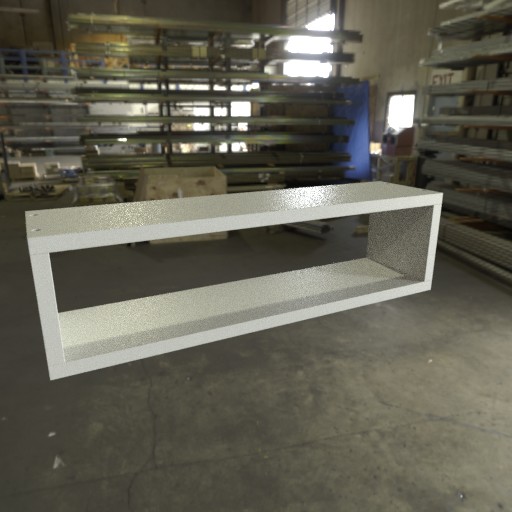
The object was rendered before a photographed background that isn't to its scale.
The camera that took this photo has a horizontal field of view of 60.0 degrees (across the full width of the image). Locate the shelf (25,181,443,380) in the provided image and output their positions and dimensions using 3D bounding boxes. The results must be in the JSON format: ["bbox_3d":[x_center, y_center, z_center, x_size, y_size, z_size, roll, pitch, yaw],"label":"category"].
[{"bbox_3d":[0.000,0.000,0.680,0.610,0.170,0.150,-9,20,-26],"label":"shelf"}]
